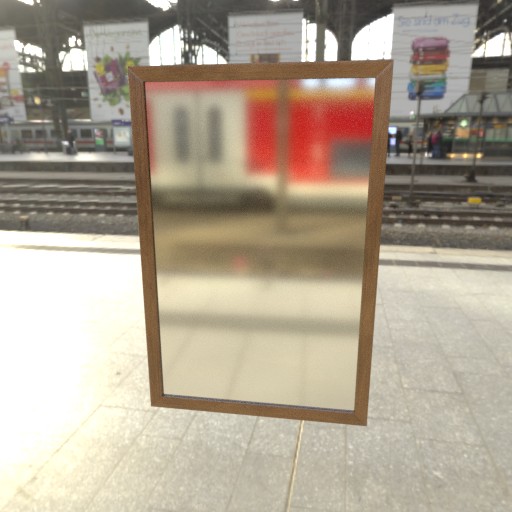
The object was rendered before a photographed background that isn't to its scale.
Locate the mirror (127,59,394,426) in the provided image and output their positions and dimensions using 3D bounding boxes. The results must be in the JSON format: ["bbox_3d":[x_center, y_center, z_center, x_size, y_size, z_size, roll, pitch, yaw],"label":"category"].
[{"bbox_3d":[0.000,0.000,1.140,0.609,0.915,0.040,2,15,8],"label":"mirror"}]
